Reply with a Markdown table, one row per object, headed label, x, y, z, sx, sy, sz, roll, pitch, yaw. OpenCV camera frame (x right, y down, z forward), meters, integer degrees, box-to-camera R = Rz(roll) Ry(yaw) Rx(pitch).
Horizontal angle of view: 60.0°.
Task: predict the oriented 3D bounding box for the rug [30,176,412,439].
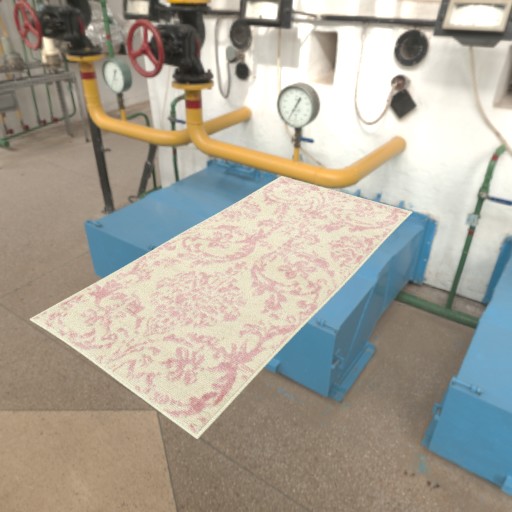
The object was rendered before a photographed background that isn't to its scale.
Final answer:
| label | x | y | z | sx | sy | sz | roll | pitch | yaw |
| --- | --- | --- | --- | --- | --- | --- | --- | --- | --- |
| rug | 0.000 | 0.000 | 1.439 | 0.604 | 0.007 | 1.219 | 21 | 38 | 30 |
